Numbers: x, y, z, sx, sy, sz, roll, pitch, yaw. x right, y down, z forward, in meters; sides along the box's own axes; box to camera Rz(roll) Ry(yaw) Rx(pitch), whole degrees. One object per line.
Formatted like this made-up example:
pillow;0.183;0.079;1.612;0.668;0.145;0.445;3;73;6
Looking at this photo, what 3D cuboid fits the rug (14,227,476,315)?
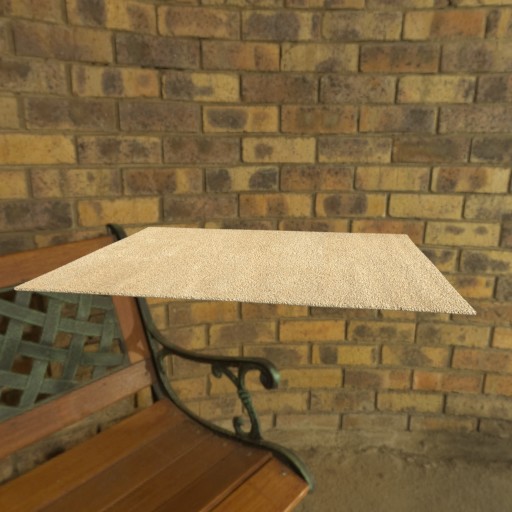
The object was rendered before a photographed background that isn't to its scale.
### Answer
rug;0.000;0.000;3.982;3.000;0.025;2.400;2;14;9
